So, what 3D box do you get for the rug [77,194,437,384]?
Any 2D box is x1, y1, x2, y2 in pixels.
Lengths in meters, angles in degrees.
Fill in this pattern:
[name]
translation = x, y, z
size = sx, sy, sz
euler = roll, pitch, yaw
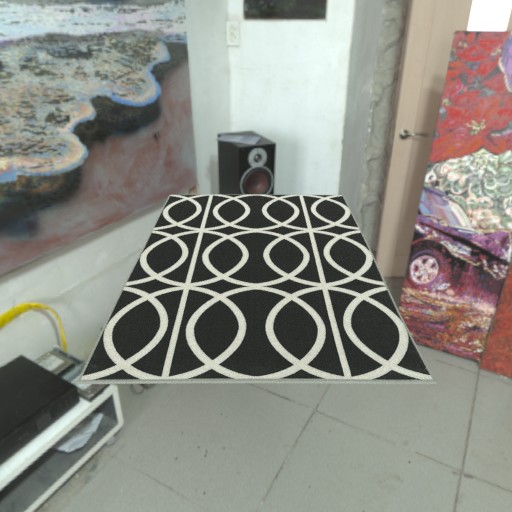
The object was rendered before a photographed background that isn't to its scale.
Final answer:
[rug]
translation = 0.000, 0.000, 2.870
size = 1.526, 0.014, 2.290
euler = 0, 28, 0
